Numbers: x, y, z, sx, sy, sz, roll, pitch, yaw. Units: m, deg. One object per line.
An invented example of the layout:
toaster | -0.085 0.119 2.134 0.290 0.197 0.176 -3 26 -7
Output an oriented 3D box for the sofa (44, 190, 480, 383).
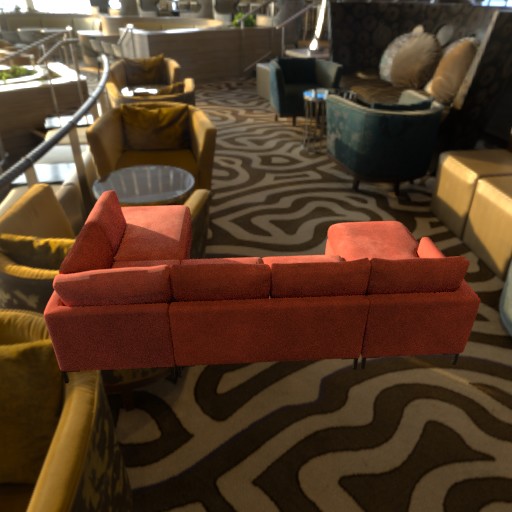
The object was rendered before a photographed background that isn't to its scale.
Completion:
sofa | 0.000 0.000 3.852 2.971 0.858 1.981 -2 31 -3
